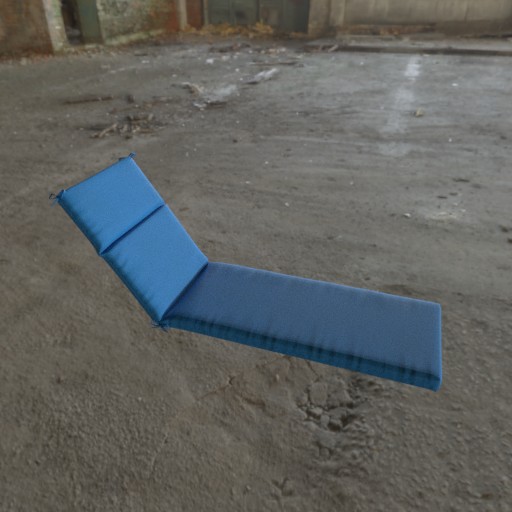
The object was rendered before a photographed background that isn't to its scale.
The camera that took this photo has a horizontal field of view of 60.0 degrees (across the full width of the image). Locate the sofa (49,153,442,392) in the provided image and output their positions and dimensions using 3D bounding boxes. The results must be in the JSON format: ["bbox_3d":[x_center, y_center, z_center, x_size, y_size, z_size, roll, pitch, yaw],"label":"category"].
[{"bbox_3d":[0.000,0.000,1.977,1.663,0.622,0.582,10,33,16],"label":"sofa"}]
